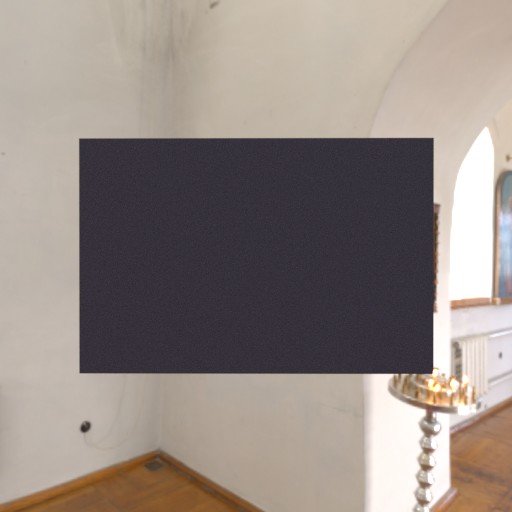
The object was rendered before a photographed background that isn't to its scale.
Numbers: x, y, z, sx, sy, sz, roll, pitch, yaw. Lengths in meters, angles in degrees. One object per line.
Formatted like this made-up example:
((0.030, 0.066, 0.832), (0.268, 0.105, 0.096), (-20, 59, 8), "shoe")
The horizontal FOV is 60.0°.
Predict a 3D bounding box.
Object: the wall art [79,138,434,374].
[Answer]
((0.000, 0.000, 1.154), (0.908, 0.604, 0.037), (0, 0, 0), "wall art")
